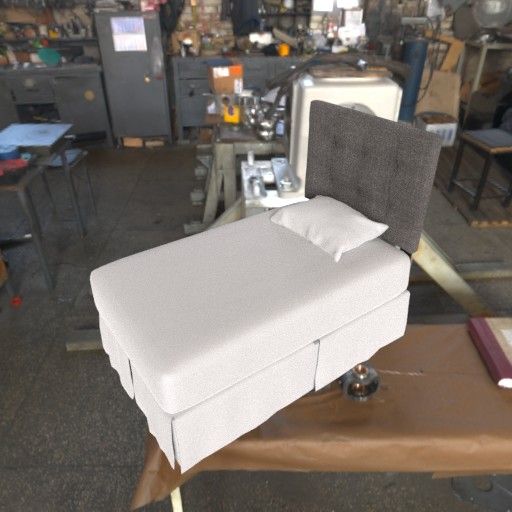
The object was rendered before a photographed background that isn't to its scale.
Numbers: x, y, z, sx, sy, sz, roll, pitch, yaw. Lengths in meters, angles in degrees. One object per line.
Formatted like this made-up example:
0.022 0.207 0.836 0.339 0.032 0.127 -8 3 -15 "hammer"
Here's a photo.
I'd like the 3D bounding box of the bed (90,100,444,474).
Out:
0.000 0.000 2.975 1.997 1.571 1.261 -21 38 -29 "bed"
